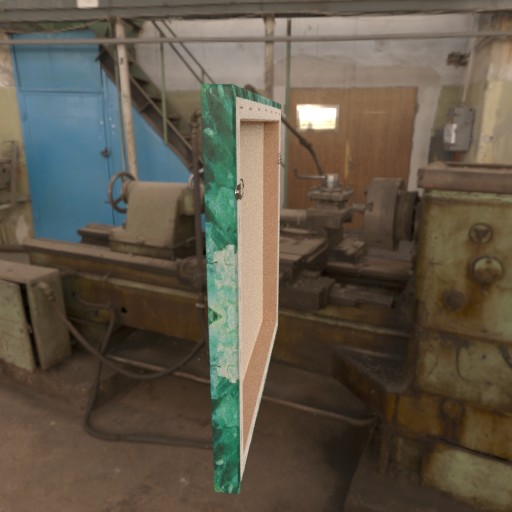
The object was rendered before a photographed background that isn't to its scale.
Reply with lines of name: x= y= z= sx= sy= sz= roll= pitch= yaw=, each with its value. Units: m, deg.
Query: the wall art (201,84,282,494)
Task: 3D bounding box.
wall art: x=0.000 y=0.000 z=0.751 sx=0.038 sy=0.508 sz=0.507 roll=2 pitch=17 yaw=8
